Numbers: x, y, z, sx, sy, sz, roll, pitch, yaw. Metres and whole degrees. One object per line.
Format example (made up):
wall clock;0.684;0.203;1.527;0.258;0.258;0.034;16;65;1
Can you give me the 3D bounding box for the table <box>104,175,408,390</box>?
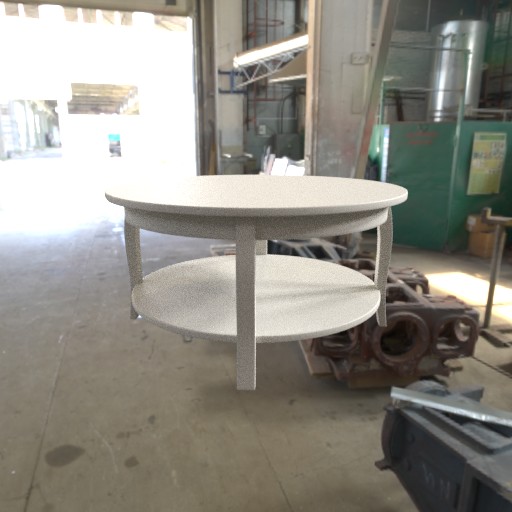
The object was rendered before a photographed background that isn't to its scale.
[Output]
table;0.000;0.000;1.458;0.910;0.457;0.910;0;15;0
